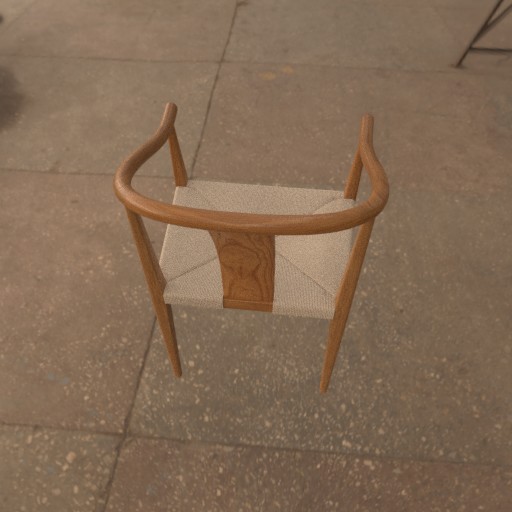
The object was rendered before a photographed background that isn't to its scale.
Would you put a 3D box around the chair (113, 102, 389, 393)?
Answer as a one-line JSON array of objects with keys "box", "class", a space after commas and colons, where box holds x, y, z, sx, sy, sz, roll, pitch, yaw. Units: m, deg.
[{"box": [0.000, 0.000, 1.184, 0.556, 0.800, 0.579, 5, 48, 4], "class": "chair"}]
